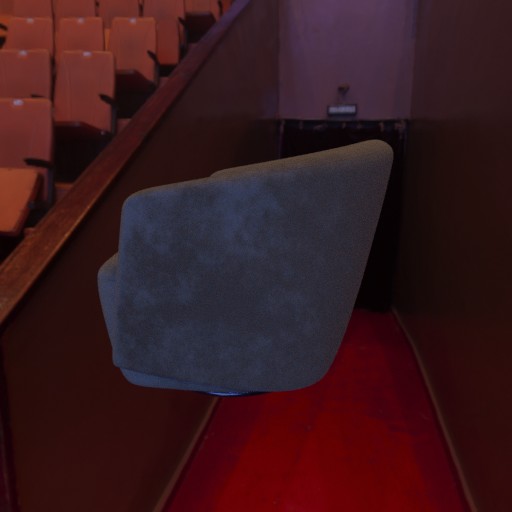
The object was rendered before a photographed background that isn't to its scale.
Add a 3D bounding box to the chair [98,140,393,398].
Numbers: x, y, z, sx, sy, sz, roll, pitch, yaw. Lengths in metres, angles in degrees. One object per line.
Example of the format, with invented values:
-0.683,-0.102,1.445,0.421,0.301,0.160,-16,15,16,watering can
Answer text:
0.000,0.000,1.378,0.767,0.698,0.773,2,14,9,chair
